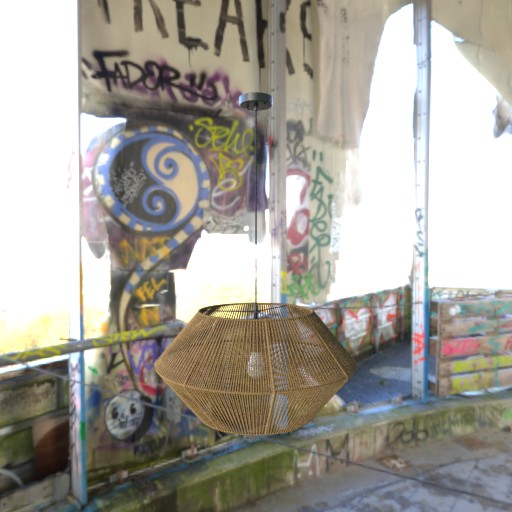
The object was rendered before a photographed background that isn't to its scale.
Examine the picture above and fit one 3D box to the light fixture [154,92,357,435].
[{"bbox_3d":[0.000,0.000,1.427,0.643,1.009,0.643,0,1,0],"label":"light fixture"}]
